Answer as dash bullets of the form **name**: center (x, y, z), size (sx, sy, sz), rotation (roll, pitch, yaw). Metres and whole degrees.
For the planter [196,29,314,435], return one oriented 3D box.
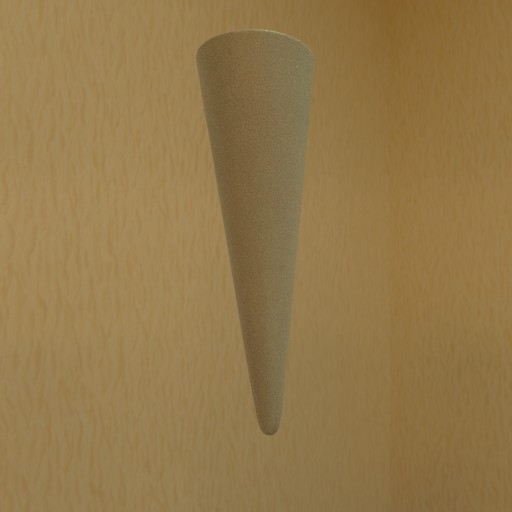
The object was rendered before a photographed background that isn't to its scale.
- **planter**: center (0.000, 0.000, 0.217), size (0.057, 0.191, 0.064), rotation (0, -1, 18)
